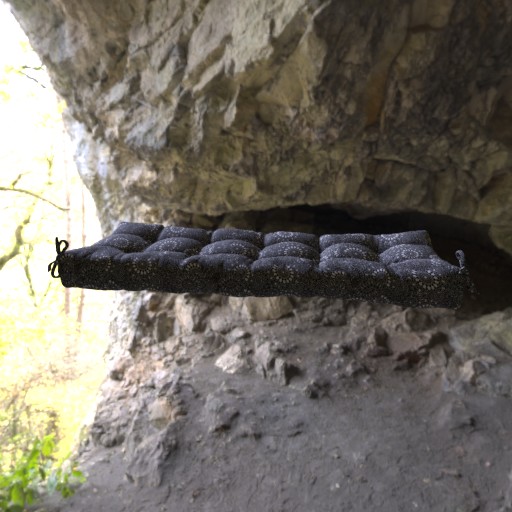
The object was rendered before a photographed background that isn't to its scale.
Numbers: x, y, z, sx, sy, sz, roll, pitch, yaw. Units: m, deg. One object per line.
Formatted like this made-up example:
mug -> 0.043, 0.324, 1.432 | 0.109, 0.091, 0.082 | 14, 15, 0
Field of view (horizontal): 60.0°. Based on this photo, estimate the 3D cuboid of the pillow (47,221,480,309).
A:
pillow -> 0.000, 0.000, 1.374 | 1.194, 0.174, 0.511 | 2, 16, 8
